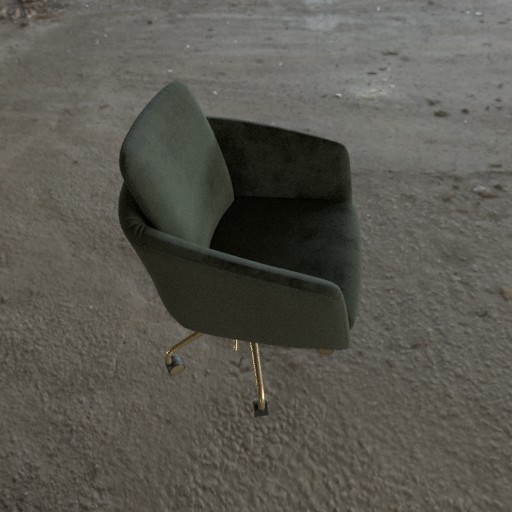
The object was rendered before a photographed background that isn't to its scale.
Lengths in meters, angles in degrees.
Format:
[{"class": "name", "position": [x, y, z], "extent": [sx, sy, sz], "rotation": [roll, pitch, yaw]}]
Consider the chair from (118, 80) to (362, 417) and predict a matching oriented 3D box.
[{"class": "chair", "position": [0.000, 0.000, 1.375], "extent": [0.635, 0.908, 0.641], "rotation": [7, 45, 7]}]
